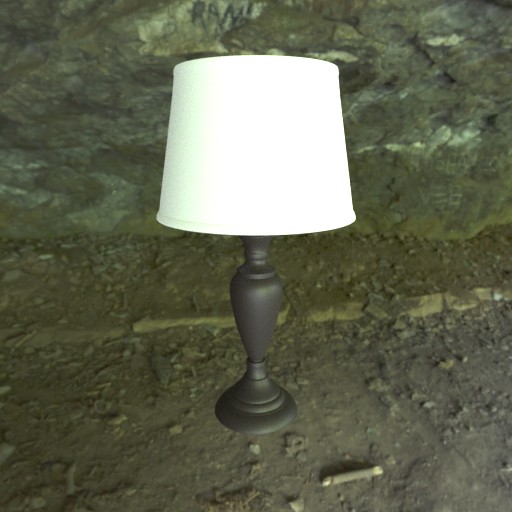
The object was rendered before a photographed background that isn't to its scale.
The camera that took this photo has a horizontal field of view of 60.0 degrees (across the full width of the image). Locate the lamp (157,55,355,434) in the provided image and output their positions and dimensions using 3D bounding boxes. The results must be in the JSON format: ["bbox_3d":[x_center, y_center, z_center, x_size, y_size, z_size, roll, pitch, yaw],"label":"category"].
[{"bbox_3d":[0.000,0.000,0.782,0.335,0.611,0.335,0,15,0],"label":"lamp"}]
